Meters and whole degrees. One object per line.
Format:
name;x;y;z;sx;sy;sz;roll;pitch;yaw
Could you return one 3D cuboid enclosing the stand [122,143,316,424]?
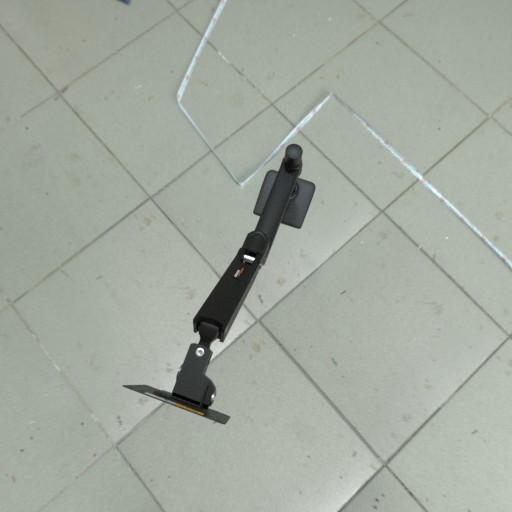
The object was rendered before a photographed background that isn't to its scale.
stand;0.000;0.000;1.009;0.152;0.713;0.650;19;75;5
